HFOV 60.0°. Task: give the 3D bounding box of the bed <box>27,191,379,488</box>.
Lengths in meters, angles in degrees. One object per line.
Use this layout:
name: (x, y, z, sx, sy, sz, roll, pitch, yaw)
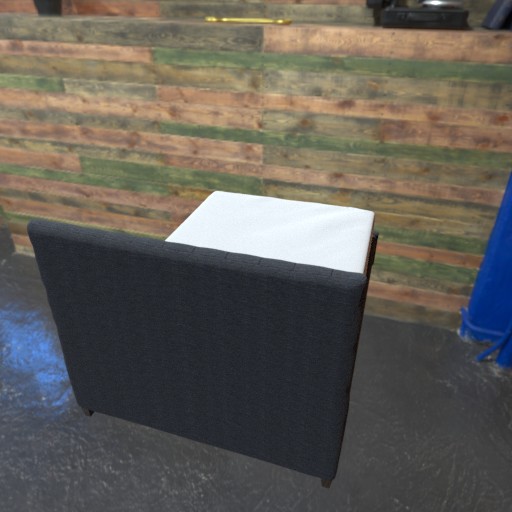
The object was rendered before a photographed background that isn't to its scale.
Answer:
bed: (0.000, 0.000, 3.300, 1.698, 1.427, 2.387, 10, 33, 15)
